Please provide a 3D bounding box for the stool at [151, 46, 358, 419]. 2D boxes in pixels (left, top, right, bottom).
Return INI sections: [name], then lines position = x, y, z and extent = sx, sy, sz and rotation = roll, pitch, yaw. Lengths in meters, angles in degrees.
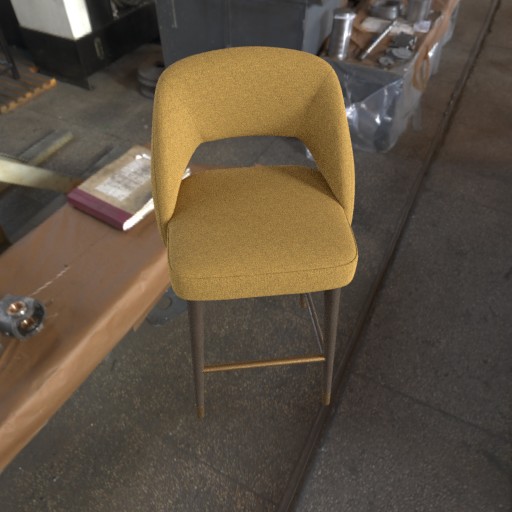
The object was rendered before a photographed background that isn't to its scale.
[stool]
position = 0.000, 0.000, 1.331
extent = 0.536, 1.032, 0.522
rotation = -5, 47, -4
